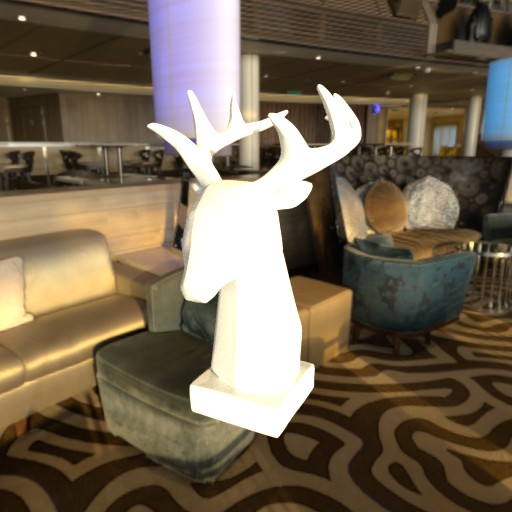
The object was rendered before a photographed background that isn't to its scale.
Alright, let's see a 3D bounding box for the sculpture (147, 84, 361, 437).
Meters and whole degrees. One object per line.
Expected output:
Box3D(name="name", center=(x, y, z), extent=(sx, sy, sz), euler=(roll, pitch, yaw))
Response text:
Box3D(name="sculpture", center=(0.000, 0.000, 0.453), extent=(0.174, 0.329, 0.224), euler=(7, 16, 26))
